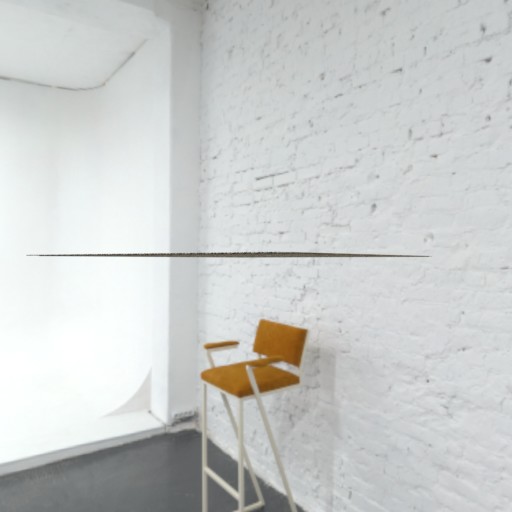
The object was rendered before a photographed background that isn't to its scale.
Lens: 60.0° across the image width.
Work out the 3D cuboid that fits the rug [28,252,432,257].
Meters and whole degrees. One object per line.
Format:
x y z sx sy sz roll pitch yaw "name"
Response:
0.000 0.000 4.159 2.437 0.010 3.056 0 -1 35 "rug"
